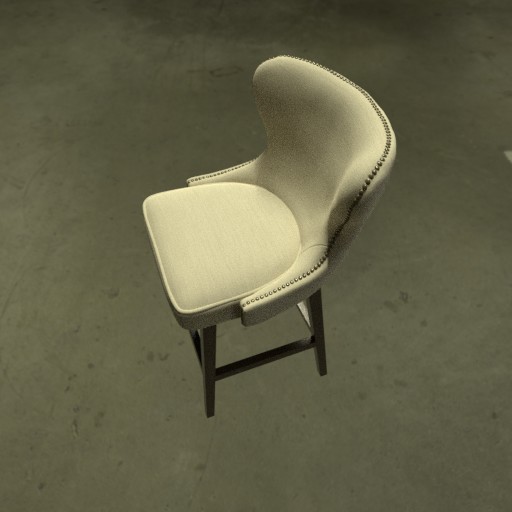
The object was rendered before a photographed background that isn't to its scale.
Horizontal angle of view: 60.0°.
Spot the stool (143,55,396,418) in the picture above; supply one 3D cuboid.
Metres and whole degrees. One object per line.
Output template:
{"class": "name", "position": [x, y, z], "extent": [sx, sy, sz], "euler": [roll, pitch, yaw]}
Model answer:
{"class": "stool", "position": [0.000, 0.000, 1.364], "extent": [0.597, 0.972, 0.615], "euler": [-15, 49, -14]}
